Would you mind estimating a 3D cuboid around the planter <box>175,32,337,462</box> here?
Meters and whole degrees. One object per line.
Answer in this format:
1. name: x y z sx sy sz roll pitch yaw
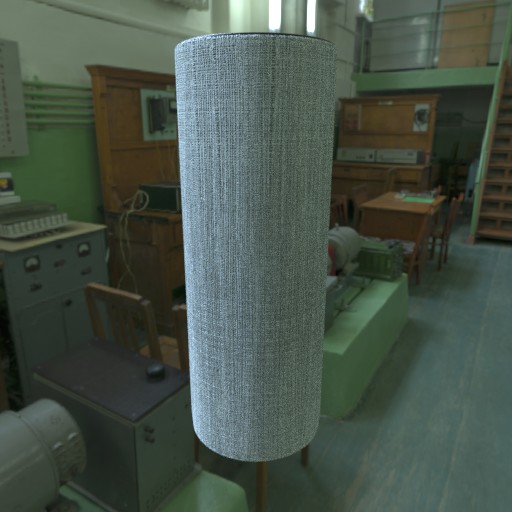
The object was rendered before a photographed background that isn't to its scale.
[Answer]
1. planter: 0.000 0.000 0.314 0.100 0.270 0.100 9 19 27
